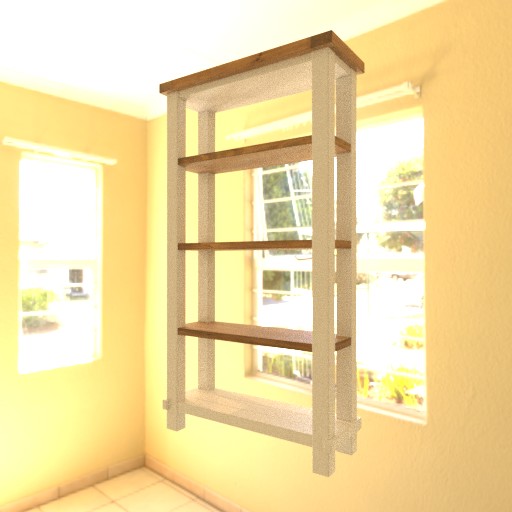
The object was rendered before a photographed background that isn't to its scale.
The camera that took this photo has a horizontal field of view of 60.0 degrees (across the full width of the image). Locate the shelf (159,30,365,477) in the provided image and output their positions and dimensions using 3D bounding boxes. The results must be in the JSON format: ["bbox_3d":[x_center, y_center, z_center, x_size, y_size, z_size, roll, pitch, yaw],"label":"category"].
[{"bbox_3d":[0.000,0.000,2.281,1.022,1.878,0.381,0,0,34],"label":"shelf"}]
